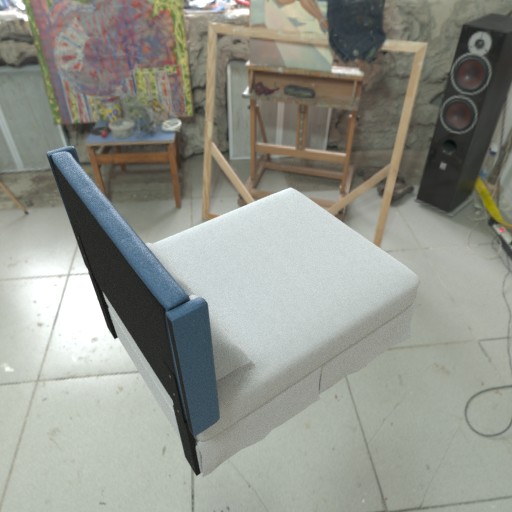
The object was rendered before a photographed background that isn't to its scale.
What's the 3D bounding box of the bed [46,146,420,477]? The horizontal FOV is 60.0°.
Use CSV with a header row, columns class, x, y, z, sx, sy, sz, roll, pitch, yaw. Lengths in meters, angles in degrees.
class,x,y,z,sx,sy,sz,roll,pitch,yaw
bed,0.000,0.000,3.275,2.078,1.665,1.719,-26,48,-26
